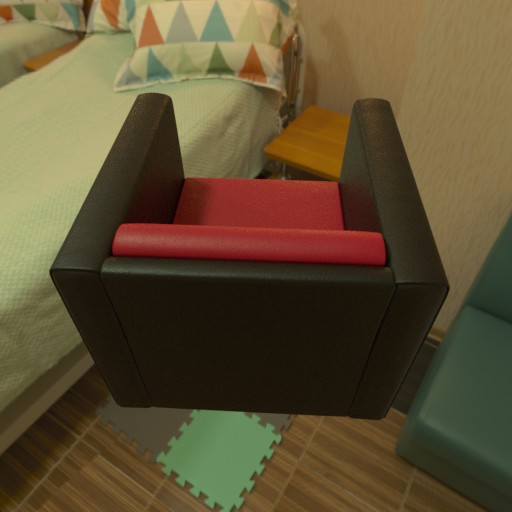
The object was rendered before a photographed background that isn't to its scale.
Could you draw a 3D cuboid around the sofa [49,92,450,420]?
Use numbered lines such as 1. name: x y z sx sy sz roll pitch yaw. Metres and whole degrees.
1. sofa: 0.000 0.000 1.423 0.839 0.724 0.809 2 46 2
